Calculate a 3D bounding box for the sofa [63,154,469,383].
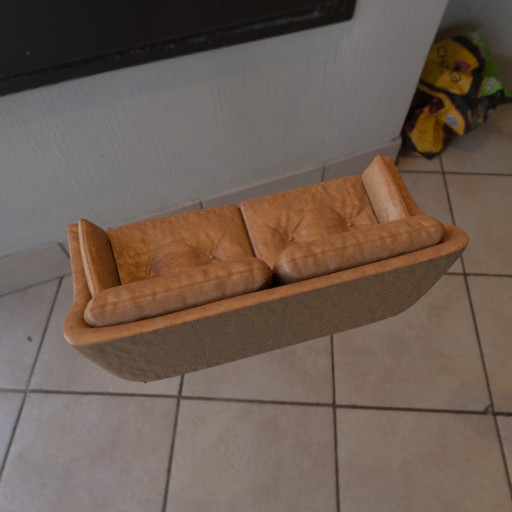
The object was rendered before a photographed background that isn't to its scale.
[{"bbox_3d":[0.000,0.000,2.394,1.902,0.839,0.904,-13,60,-8],"label":"sofa"}]
